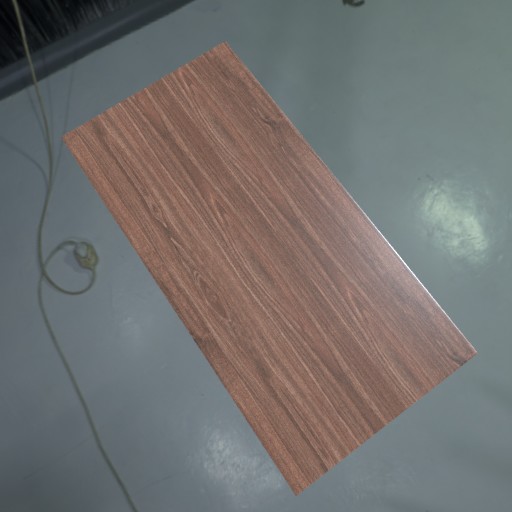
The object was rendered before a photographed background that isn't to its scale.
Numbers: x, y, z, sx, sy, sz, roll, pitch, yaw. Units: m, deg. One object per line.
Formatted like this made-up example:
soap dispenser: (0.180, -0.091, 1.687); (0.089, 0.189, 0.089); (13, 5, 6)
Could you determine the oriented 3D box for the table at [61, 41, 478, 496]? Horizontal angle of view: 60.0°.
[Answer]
table: (0.000, 0.000, 1.453); (0.600, 0.400, 1.200); (-34, 78, -8)
